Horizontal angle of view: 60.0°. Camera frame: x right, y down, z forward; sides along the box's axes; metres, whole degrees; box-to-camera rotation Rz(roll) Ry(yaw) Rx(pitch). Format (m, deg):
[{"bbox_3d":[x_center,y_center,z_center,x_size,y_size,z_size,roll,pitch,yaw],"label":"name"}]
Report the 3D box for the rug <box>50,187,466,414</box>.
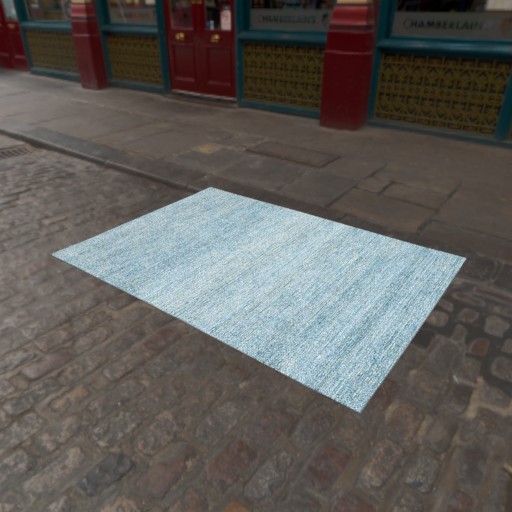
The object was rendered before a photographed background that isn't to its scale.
[{"bbox_3d":[0.000,0.000,2.935,2.260,0.026,1.611,20,35,32],"label":"rug"}]
